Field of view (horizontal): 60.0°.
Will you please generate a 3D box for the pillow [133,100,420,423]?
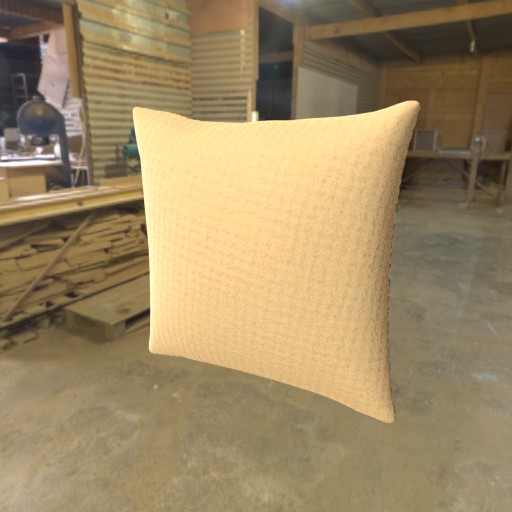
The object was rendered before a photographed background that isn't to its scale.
[{"bbox_3d":[0.000,0.000,0.627,0.419,0.407,0.173,9,18,27],"label":"pillow"}]
